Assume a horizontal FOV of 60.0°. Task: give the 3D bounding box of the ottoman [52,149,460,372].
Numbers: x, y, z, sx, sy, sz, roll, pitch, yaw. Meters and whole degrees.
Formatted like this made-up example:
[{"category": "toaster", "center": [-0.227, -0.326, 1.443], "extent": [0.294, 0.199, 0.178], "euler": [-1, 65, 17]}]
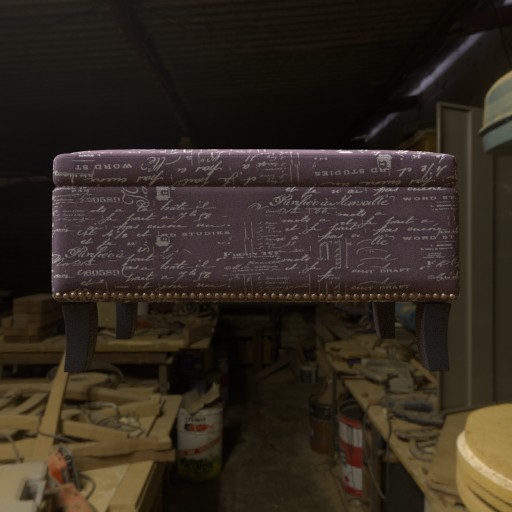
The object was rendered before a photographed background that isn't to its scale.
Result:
[{"category": "ottoman", "center": [0.000, 0.000, 1.061], "extent": [0.813, 0.457, 0.406], "euler": [0, 0, -1]}]
